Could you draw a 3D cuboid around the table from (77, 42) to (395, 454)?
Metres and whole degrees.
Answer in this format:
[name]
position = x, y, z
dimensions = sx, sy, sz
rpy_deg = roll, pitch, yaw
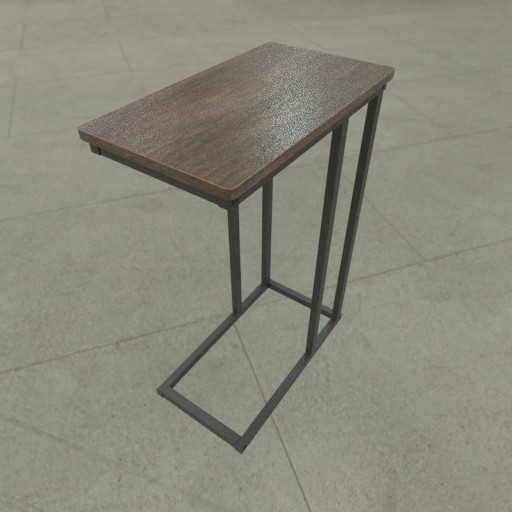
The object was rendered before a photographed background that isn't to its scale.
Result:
[table]
position = 0.000, 0.000, 0.863
dimensions = 0.254, 0.637, 0.450
rpy_deg = 25, 47, 26
